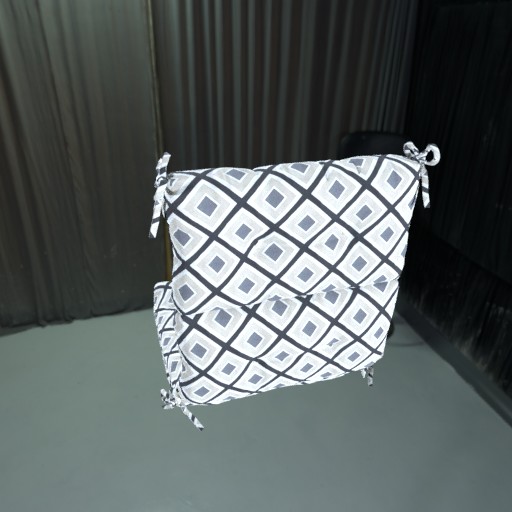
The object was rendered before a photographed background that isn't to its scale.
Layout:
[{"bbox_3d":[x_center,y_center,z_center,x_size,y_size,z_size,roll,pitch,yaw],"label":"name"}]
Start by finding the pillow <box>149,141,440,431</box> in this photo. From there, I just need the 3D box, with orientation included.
[{"bbox_3d":[0.000,0.000,1.042,0.519,0.605,0.571,-8,27,-16],"label":"pillow"}]
